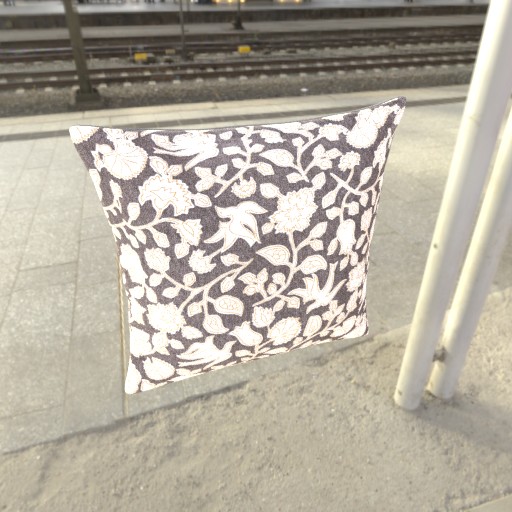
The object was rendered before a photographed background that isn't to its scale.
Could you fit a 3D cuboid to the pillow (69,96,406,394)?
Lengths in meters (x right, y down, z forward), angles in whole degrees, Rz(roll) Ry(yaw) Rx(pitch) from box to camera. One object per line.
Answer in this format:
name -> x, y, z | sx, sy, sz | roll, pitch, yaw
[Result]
pillow -> 0.000, 0.000, 0.786 | 0.526, 0.507, 0.166 | -10, 33, -16
